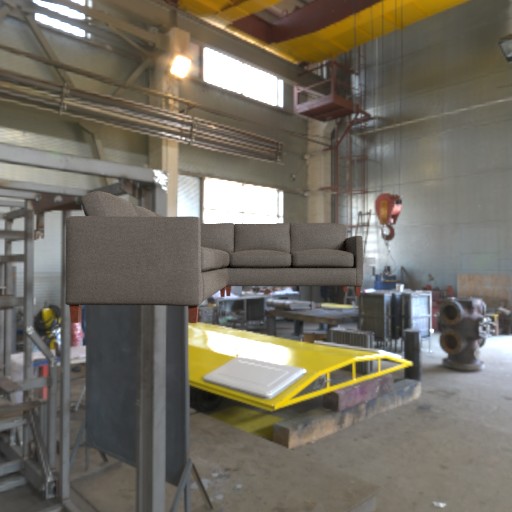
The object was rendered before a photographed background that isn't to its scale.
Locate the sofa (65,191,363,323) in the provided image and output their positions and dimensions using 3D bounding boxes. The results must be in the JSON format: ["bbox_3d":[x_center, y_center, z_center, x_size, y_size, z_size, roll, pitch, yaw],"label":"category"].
[{"bbox_3d":[0.000,0.000,4.576,2.593,0.947,3.302,0,-1,1],"label":"sofa"}]
